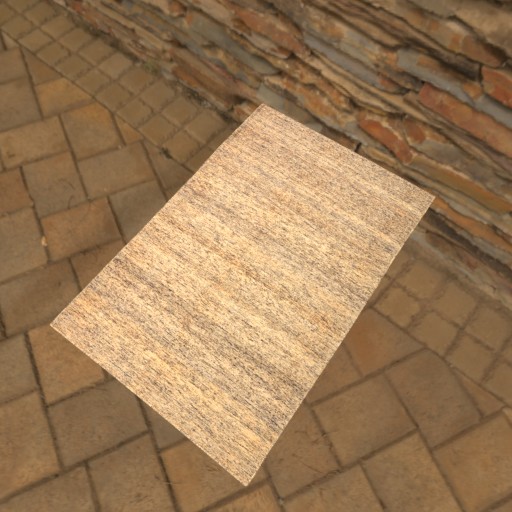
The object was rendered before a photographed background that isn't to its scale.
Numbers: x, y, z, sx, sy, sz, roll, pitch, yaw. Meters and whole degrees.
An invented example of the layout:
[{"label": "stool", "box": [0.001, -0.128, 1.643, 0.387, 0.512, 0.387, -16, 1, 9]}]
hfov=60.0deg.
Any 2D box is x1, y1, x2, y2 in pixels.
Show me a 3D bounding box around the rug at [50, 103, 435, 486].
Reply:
[{"label": "rug", "box": [0.000, 0.000, 2.402, 1.243, 0.014, 1.846, 33, 69, 15]}]
